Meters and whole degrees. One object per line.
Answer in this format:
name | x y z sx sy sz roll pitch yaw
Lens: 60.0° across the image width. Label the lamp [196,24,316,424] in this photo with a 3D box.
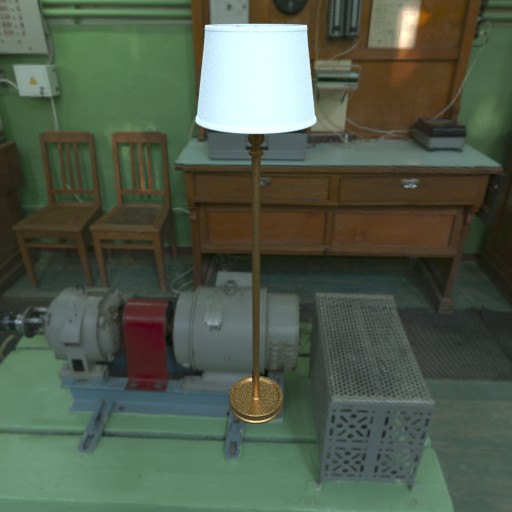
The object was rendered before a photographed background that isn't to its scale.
lamp | 0.000 0.000 0.769 0.178 0.710 0.178 0 29 0
